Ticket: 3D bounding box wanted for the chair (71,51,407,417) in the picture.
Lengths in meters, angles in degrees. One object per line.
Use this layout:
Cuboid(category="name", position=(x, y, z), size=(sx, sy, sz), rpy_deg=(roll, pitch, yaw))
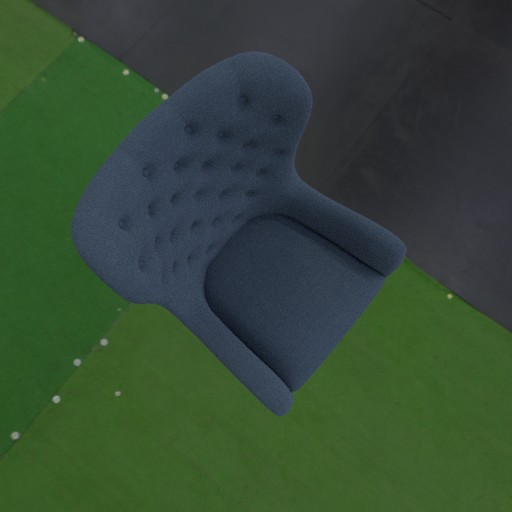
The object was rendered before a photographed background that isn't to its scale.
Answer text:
Cuboid(category="chair", position=(0.000, 0.000, 1.710), size=(0.930, 1.079, 0.831), rpy_deg=(39, 79, 9))
